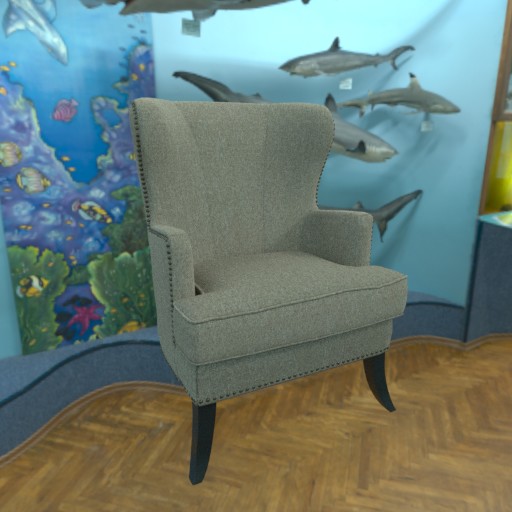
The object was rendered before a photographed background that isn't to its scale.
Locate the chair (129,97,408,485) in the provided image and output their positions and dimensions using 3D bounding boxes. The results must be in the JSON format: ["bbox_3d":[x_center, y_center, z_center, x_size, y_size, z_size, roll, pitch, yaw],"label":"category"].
[{"bbox_3d":[0.000,0.000,1.560,0.759,1.060,0.758,-8,18,-26],"label":"chair"}]
